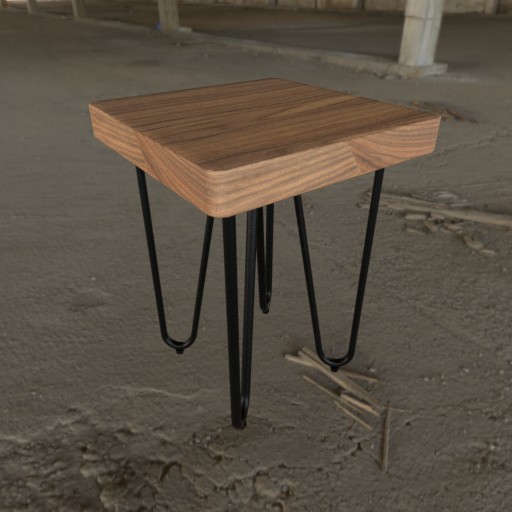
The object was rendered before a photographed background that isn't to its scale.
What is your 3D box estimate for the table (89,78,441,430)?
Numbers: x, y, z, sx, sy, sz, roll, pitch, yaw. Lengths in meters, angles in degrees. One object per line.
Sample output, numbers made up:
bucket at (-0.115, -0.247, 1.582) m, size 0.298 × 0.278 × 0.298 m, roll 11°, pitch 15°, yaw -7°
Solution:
table at (0.000, 0.000, 0.990) m, size 0.480 × 0.641 × 0.479 m, roll -21°, pitch 37°, yaw -30°
